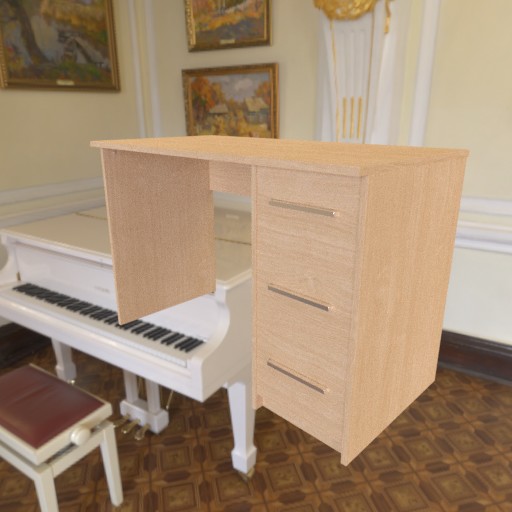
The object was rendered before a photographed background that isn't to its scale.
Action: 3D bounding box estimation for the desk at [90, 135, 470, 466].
[{"bbox_3d":[0.000,0.000,1.506,1.097,0.735,0.560,17,25,42],"label":"desk"}]
